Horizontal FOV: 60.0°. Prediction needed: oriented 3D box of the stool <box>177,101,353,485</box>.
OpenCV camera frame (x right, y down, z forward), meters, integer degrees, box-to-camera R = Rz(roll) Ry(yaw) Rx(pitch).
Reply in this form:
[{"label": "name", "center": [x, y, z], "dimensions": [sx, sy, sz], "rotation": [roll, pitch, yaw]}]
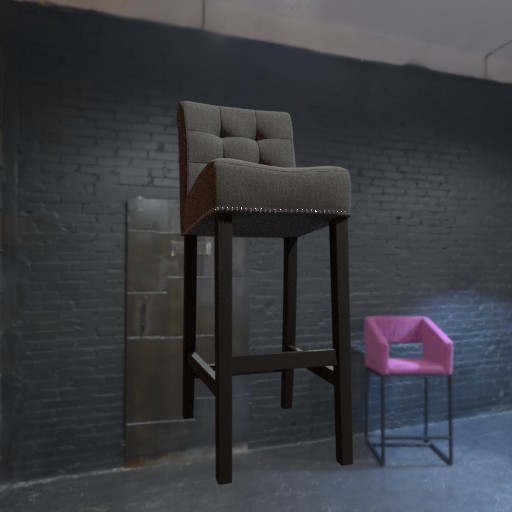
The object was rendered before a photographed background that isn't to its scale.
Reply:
[{"label": "stool", "center": [0.000, 0.000, 1.320], "dimensions": [0.411, 1.047, 0.548], "rotation": [0, -1, -18]}]
